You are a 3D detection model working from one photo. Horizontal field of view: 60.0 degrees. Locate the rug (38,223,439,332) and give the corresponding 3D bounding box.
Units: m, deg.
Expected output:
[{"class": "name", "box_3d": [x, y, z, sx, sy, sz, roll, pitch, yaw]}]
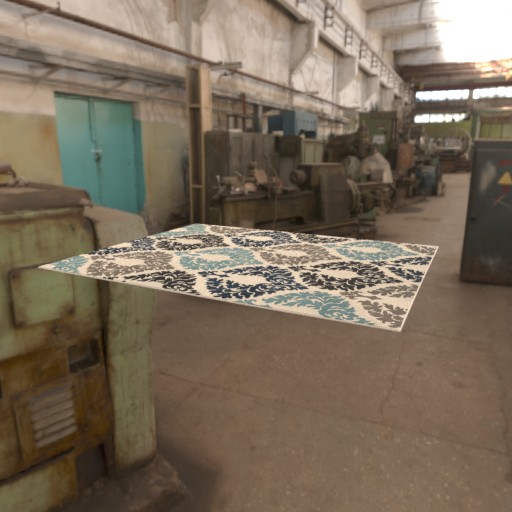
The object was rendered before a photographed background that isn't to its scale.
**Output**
[{"class": "rug", "box_3d": [0.000, 0.000, 4.224, 3.040, 0.014, 2.423, 7, 16, 26]}]
